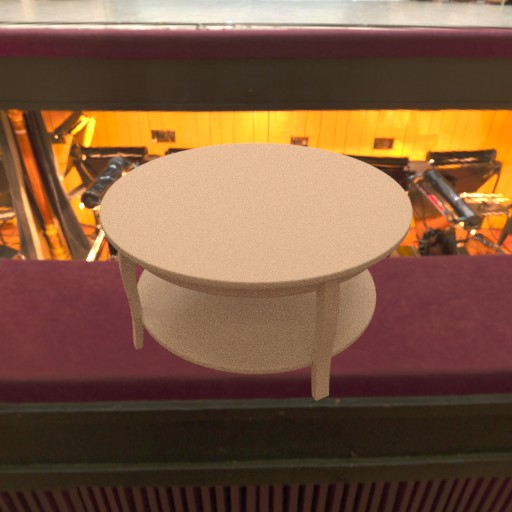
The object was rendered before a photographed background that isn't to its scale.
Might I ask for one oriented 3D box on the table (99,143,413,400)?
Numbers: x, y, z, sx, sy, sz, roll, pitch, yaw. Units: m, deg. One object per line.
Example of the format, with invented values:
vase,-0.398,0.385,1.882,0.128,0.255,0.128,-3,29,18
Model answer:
table,0.000,0.000,1.465,0.910,0.457,0.910,0,33,0
